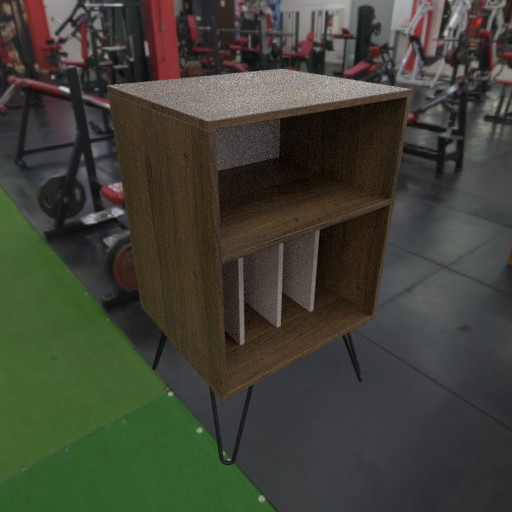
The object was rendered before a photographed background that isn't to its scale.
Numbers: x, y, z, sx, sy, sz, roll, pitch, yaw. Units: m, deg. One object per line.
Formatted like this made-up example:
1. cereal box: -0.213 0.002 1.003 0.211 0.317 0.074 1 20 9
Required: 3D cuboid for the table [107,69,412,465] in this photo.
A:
1. table: 0.000 0.000 1.204 0.526 0.866 0.457 -20 35 -31
